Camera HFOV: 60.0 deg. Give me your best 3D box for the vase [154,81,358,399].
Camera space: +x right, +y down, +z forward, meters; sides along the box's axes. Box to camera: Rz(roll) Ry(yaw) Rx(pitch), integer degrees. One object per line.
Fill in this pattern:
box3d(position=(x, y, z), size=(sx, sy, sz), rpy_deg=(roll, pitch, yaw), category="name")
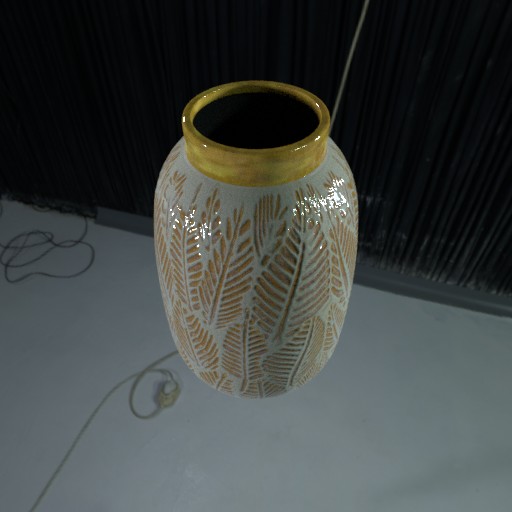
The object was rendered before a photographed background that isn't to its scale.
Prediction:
box3d(position=(0.000, 0.000, 0.386), size=(0.172, 0.270, 0.172), rpy_deg=(0, 46, 0), category="vase")
